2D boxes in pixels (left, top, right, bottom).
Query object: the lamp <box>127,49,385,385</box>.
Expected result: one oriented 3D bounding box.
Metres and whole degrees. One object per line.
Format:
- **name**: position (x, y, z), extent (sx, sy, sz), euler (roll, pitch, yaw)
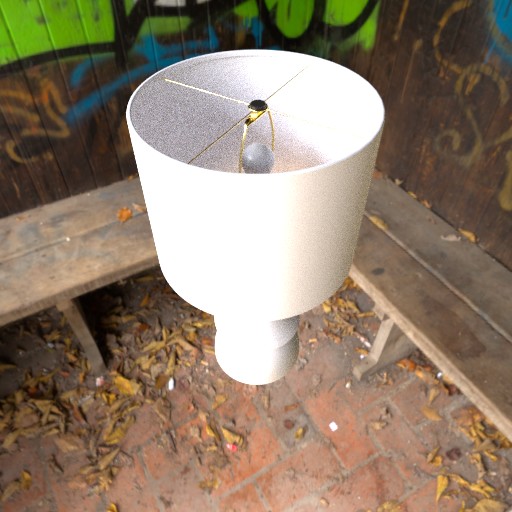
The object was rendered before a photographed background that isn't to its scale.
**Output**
- **lamp**: position (0.000, 0.000, 0.717), extent (0.301, 0.533, 0.301), euler (24, 51, 21)
